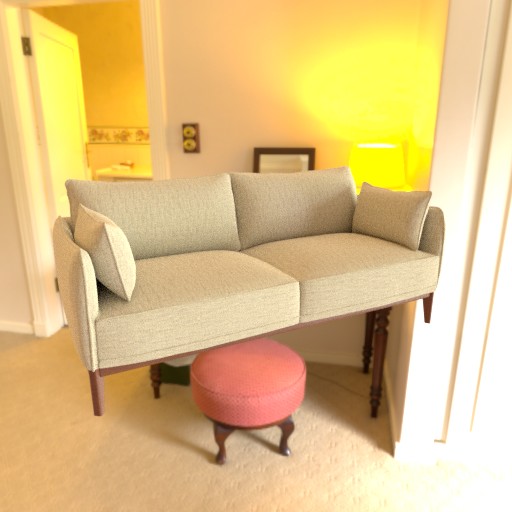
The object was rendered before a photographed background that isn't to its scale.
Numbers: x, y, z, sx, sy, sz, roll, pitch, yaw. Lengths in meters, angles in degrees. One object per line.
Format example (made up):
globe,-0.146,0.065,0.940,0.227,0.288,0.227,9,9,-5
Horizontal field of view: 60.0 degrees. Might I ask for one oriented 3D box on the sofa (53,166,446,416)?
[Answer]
sofa,0.000,0.000,2.441,1.989,0.860,0.991,-9,19,-26
